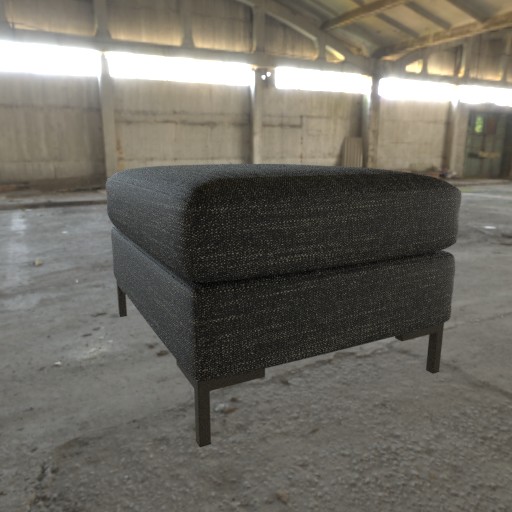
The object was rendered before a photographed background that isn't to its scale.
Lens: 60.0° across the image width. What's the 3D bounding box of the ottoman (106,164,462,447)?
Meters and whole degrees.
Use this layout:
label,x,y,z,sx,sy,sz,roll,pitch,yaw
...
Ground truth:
label,x,y,z,sx,sy,sz,roll,pitch,yaw
ottoman,0.000,0.000,1.220,0.667,0.491,0.814,-7,15,-27
